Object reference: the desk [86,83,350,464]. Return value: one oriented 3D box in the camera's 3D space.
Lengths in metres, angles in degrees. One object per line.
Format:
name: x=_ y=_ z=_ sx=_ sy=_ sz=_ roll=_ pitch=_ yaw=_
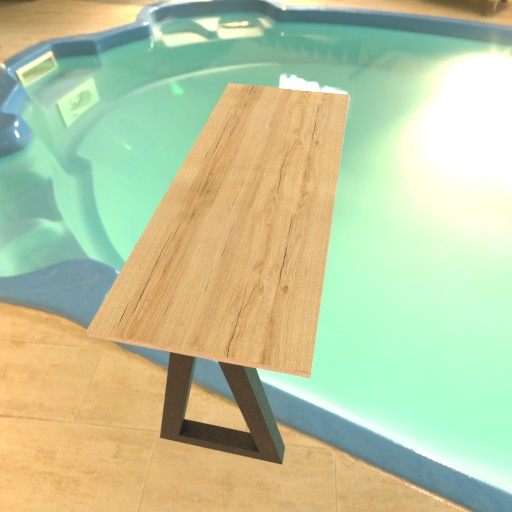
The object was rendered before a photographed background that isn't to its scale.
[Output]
desk: x=0.000 y=0.000 z=1.790 sx=0.550 sy=0.760 sz=1.400 roll=9 pitch=46 yaw=8
